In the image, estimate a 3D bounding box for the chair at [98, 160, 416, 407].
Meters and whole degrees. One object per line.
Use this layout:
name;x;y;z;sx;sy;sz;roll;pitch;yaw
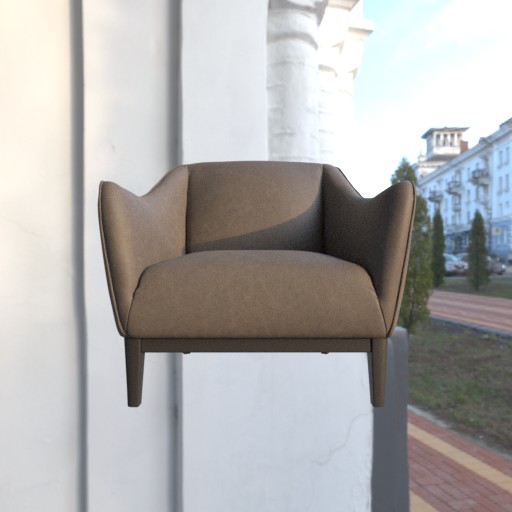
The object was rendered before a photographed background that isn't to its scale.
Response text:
chair;0.000;0.000;1.578;0.871;0.830;0.852;0;0;0
